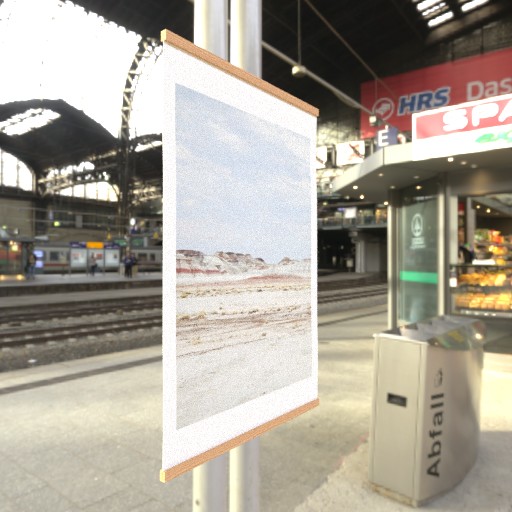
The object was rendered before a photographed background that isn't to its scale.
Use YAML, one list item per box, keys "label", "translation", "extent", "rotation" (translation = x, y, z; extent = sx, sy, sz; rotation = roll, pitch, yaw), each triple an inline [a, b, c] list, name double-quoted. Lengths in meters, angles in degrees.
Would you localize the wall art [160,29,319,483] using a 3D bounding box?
- label: "wall art"
  translation: [0.000, 0.000, 1.890]
  extent: [0.025, 1.521, 1.011]
  rotation: [-1, -1, 38]
